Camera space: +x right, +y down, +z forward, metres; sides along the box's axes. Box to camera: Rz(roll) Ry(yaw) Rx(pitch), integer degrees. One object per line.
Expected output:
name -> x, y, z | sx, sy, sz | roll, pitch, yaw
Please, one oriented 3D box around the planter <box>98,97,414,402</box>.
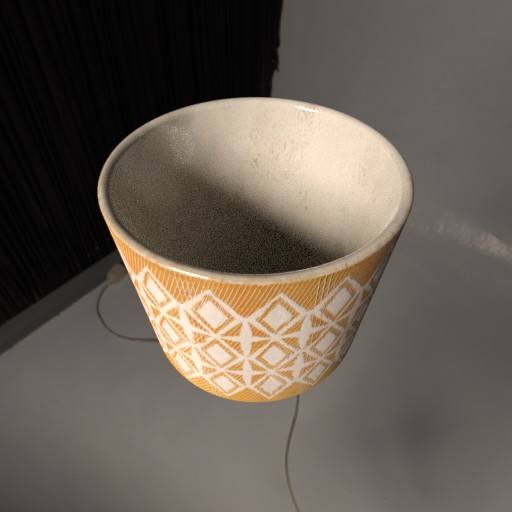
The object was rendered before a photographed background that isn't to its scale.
planter -> 0.000, 0.000, 0.219 | 0.126, 0.104, 0.126 | 0, 45, 0
